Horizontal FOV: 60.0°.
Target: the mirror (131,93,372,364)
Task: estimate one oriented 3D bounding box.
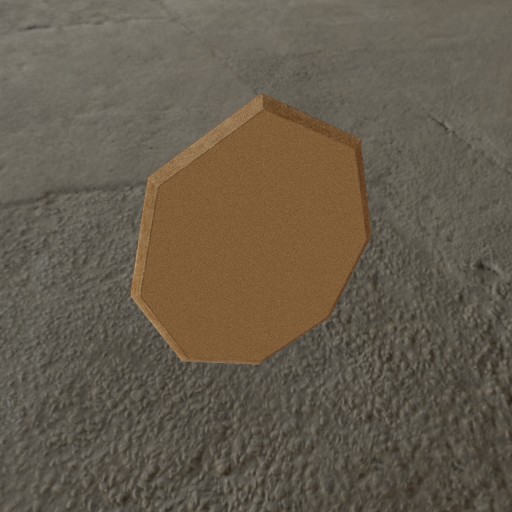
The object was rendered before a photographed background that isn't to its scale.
[{"bbox_3d":[0.000,0.000,1.019,0.577,0.774,0.070,-14,43,-15],"label":"mirror"}]
